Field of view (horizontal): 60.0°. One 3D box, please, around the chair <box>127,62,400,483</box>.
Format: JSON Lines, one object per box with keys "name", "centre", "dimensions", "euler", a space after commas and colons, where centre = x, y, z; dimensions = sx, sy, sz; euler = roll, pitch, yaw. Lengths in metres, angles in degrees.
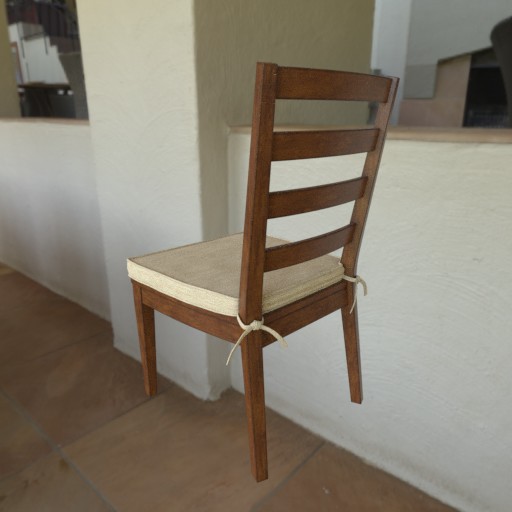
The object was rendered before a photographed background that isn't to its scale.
{"name": "chair", "centre": [0.000, 0.000, 1.301], "dimensions": [0.593, 0.979, 0.595], "euler": [-17, 24, -42]}
